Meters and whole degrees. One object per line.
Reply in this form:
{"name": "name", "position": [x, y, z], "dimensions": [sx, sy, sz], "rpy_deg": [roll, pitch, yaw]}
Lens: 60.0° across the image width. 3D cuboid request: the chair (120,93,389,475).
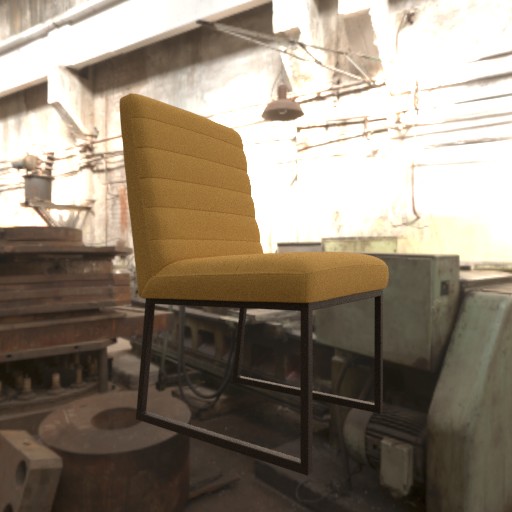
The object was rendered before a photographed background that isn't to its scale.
{"name": "chair", "position": [0.000, 0.000, 1.299], "dimensions": [0.634, 0.930, 0.520], "rpy_deg": [0, 1, 35]}
